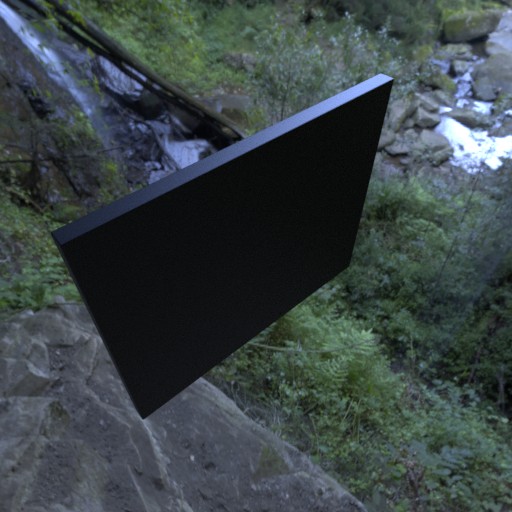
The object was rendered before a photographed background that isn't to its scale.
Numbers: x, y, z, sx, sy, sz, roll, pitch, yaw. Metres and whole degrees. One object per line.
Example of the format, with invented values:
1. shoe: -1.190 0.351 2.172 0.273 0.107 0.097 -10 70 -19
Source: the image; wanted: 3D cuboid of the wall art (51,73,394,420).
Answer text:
1. wall art: 0.000 0.000 0.755 0.558 0.457 0.031 -33 56 -26
